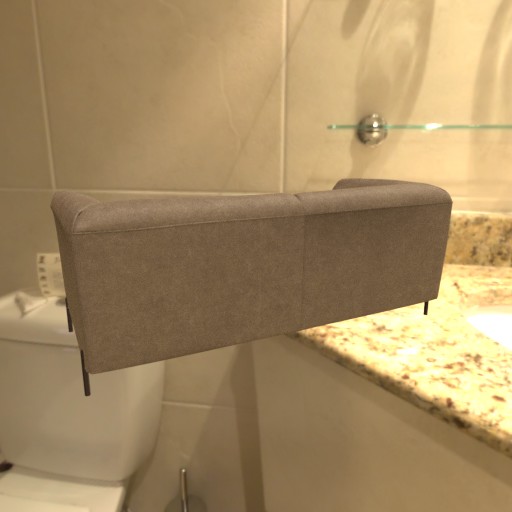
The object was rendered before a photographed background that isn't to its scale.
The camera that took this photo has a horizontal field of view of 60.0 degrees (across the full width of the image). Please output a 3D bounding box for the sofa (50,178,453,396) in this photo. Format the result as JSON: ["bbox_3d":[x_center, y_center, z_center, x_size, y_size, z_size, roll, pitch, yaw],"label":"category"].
[{"bbox_3d":[0.000,0.000,2.329,1.878,0.747,0.905,-7,16,-26],"label":"sofa"}]
